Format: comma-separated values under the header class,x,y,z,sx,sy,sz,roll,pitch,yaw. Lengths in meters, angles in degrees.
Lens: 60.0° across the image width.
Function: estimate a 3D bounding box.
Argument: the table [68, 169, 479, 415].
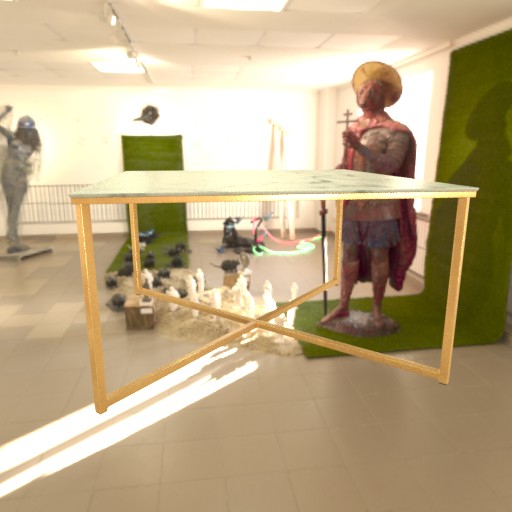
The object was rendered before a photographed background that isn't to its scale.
class,x,y,z,sx,sy,sz,roll,pitch,yaw
table,0.000,0.000,1.284,0.800,0.450,0.800,-2,14,-9
